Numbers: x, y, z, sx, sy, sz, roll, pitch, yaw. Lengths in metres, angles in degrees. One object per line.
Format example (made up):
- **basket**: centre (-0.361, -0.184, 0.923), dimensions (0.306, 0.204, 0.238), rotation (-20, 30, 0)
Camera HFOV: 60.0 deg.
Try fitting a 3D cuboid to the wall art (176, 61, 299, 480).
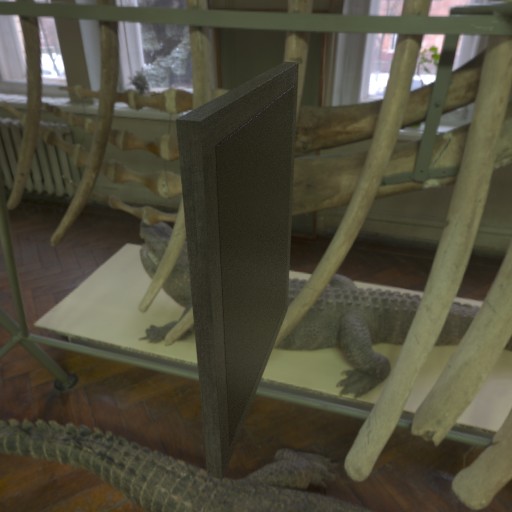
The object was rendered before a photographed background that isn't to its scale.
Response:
- **wall art**: centre (0.000, 0.000, 0.785), dimensions (0.027, 0.580, 0.479), rotation (8, 31, 14)
